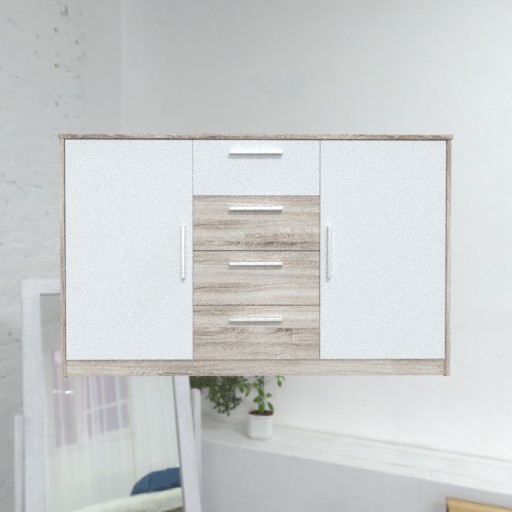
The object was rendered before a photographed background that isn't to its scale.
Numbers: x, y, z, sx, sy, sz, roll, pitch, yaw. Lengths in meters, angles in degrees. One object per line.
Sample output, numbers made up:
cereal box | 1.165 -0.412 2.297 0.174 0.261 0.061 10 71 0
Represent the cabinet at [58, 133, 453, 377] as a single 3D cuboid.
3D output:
cabinet | 0.000 0.000 1.808 1.450 0.900 0.380 0 1 -1
